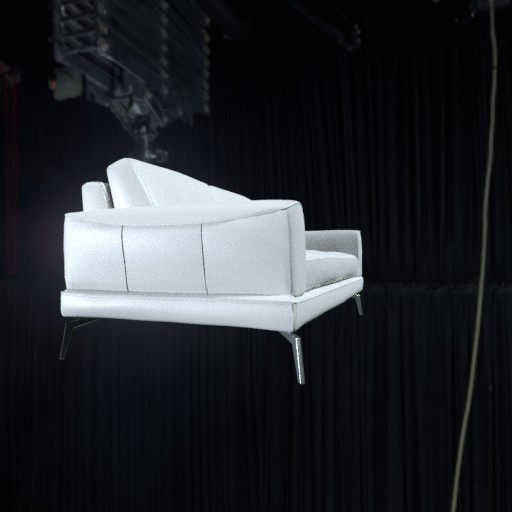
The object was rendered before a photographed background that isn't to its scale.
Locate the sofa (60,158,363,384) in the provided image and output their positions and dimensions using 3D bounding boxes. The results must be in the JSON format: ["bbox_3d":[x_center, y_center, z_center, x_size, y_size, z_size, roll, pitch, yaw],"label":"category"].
[{"bbox_3d":[0.000,0.000,2.757,1.121,0.930,2.177,0,0,20],"label":"sofa"}]
